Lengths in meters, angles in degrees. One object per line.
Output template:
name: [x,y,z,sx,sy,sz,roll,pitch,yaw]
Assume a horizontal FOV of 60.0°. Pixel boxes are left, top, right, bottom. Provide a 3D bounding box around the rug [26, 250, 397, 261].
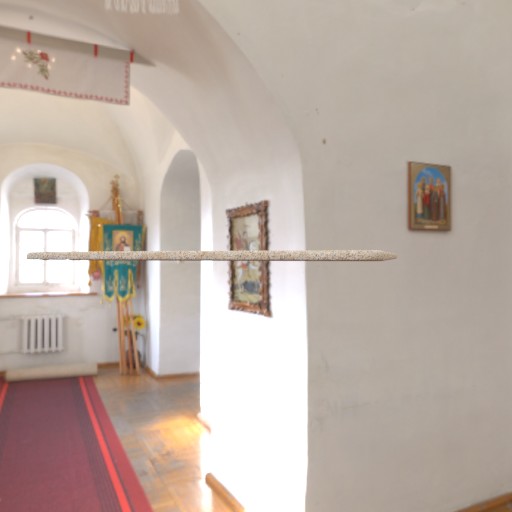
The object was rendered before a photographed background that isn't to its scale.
rug: [0.000,0.000,3.400,2.009,0.048,2.528,0,0,19]
